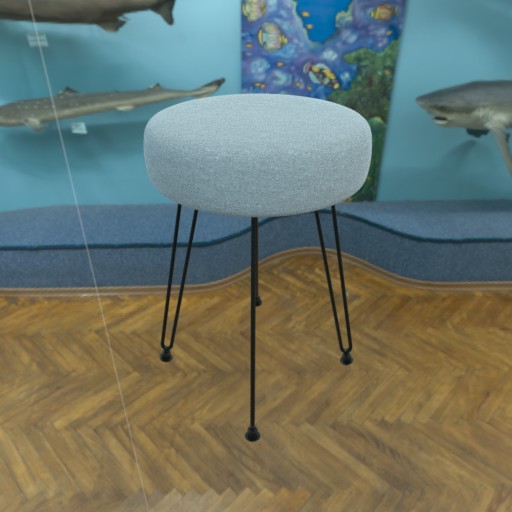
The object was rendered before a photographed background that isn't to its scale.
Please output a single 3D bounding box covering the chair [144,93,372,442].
[{"bbox_3d":[0.000,0.000,0.690,0.350,0.440,0.350,1,32,1],"label":"chair"}]
